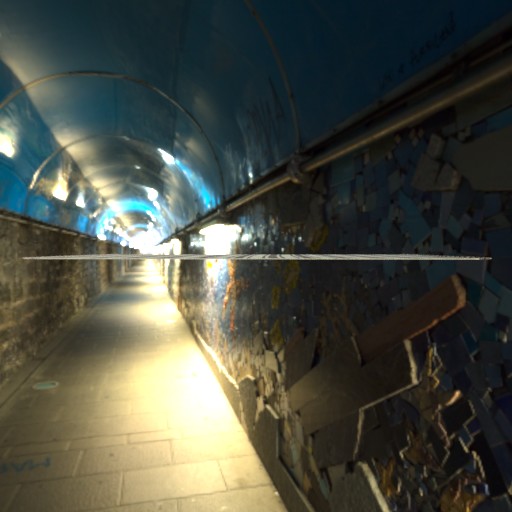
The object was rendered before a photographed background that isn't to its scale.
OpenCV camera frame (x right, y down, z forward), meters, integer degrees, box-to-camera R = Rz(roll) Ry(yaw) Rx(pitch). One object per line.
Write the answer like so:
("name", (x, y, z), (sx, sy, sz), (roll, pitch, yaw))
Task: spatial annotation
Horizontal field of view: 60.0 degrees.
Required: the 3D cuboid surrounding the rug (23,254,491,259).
("rug", (0.000, 0.000, 2.558), (2.096, 0.011, 1.229), (0, 1, 2))
